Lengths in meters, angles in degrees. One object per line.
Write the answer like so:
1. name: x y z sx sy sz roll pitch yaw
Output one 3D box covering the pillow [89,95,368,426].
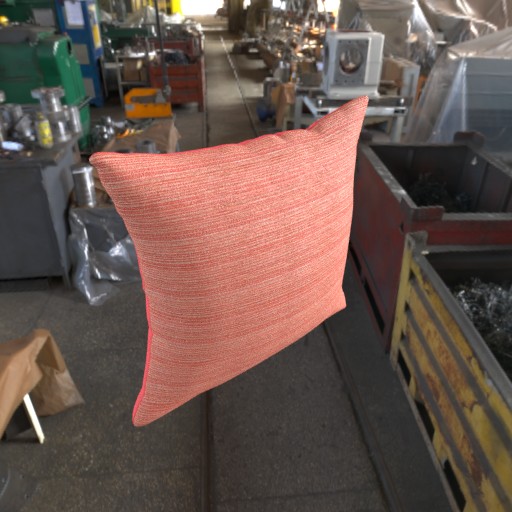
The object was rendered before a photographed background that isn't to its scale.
1. pillow: 0.000 0.000 0.814 0.559 0.501 0.229 -23 38 -33
